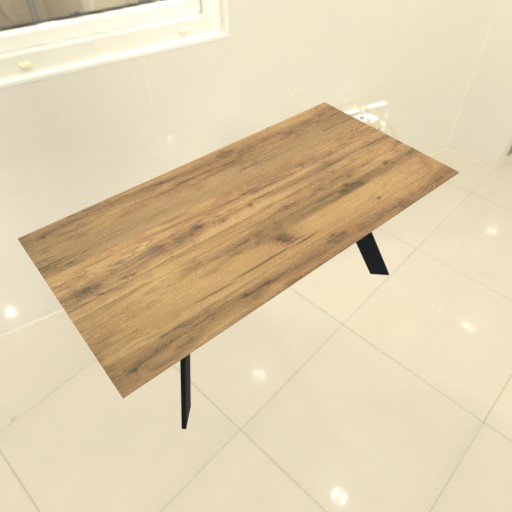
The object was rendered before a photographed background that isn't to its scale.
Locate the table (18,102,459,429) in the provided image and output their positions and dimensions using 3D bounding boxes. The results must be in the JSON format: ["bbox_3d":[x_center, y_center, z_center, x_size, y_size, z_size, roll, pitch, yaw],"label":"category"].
[{"bbox_3d":[0.000,0.000,2.477,2.000,0.770,1.000,-31,54,-26],"label":"table"}]
